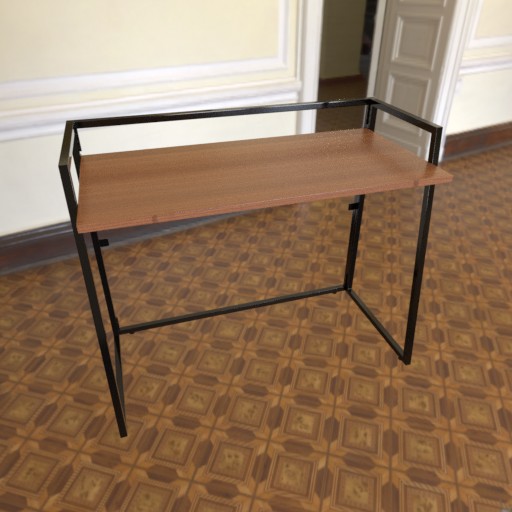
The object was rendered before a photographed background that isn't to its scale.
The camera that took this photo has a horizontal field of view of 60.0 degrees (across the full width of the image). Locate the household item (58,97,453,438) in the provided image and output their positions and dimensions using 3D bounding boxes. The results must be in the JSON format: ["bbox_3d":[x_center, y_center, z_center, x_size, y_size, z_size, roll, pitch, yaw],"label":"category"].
[{"bbox_3d":[0.000,0.000,1.497,1.050,0.860,0.510,-9,33,-15],"label":"household item"}]
